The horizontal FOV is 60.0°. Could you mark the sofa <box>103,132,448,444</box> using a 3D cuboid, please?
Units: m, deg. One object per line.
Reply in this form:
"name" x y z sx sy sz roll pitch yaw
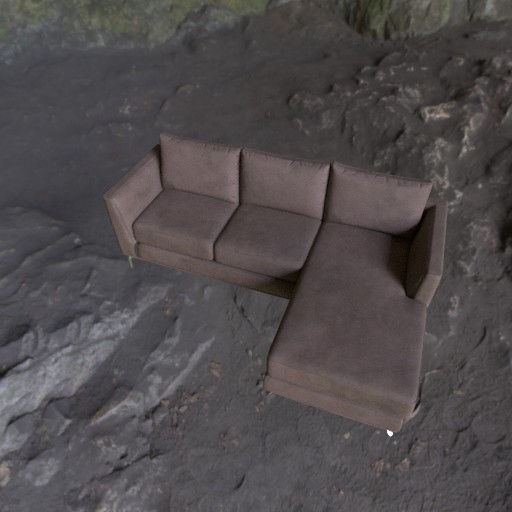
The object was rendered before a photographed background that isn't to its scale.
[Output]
"sofa" 0.000 0.000 3.191 2.438 0.987 1.622 14 45 15
